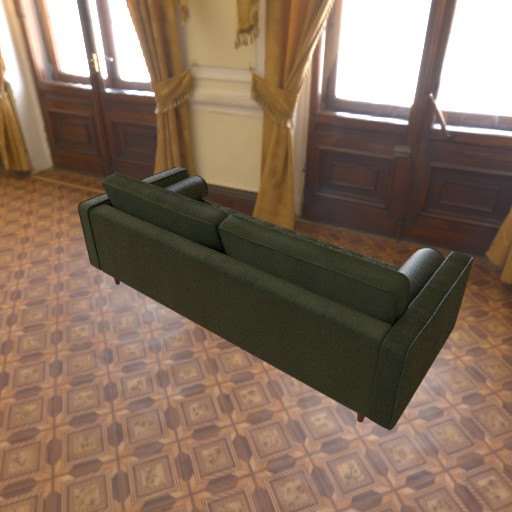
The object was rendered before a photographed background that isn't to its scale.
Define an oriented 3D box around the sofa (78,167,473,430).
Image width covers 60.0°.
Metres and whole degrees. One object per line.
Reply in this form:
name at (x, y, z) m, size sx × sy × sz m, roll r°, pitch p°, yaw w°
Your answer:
sofa at (0.000, 0.000, 2.653) m, size 2.199 × 0.769 × 0.918 m, roll 22°, pitch 38°, yaw 32°
